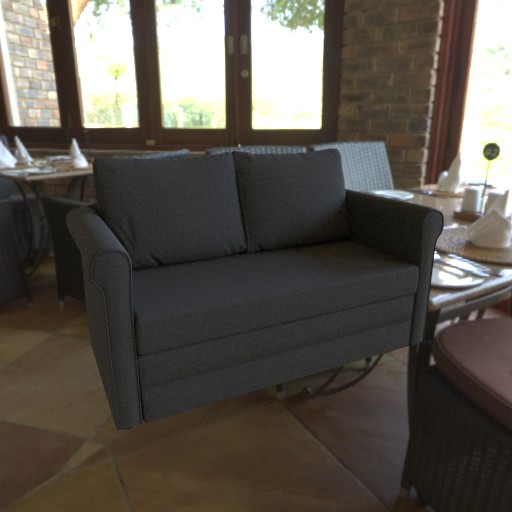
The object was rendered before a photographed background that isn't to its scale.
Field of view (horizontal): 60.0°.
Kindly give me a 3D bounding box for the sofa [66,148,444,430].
[{"bbox_3d":[0.000,0.000,1.952,1.460,0.872,0.741,-8,19,-25],"label":"sofa"}]
